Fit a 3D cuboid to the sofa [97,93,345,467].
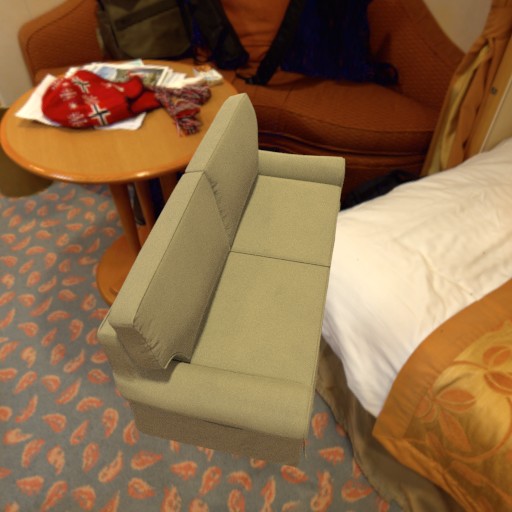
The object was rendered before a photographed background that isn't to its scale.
[{"bbox_3d":[0.000,0.000,2.337,0.841,1.024,1.823,9,47,9],"label":"sofa"}]
